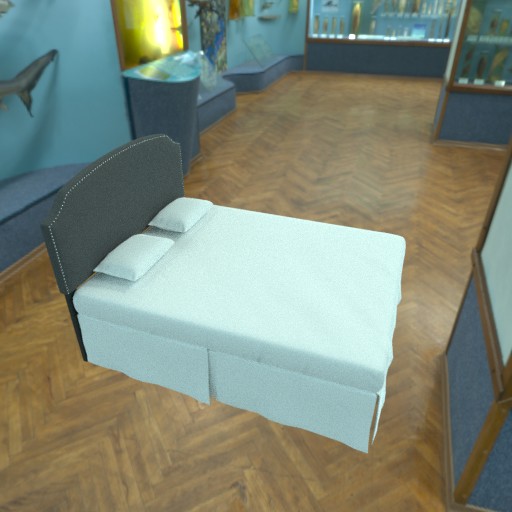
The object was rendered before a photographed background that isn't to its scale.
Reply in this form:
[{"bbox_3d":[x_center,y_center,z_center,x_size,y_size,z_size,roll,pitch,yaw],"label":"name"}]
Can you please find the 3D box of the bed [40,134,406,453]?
[{"bbox_3d":[0.000,0.000,2.997,1.999,1.270,1.558,11,34,17],"label":"bed"}]
